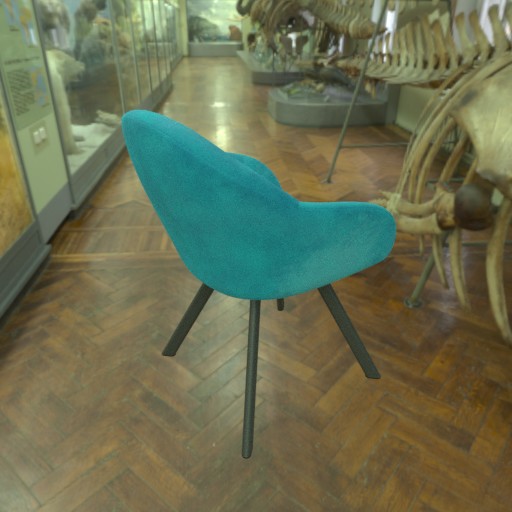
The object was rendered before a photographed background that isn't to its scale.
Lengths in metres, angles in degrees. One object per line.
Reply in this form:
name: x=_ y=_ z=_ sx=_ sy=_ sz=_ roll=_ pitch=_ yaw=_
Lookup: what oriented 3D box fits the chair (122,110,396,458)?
chair: x=0.000 y=0.000 z=1.185 sx=0.590 sy=0.795 sz=0.550 roll=-18 pitch=33 yaw=-31
